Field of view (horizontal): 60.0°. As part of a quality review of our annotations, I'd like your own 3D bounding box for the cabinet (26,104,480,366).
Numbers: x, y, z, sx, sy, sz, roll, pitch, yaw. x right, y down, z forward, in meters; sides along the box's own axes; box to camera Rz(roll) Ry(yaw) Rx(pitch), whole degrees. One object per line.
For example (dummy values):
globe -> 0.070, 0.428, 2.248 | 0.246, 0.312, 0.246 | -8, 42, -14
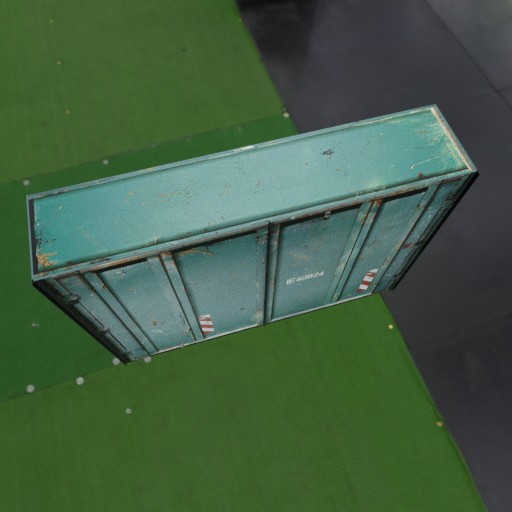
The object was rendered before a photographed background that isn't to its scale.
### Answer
cabinet -> 0.000, 0.000, 3.967 | 3.001, 2.160, 0.680 | -14, 64, -7
